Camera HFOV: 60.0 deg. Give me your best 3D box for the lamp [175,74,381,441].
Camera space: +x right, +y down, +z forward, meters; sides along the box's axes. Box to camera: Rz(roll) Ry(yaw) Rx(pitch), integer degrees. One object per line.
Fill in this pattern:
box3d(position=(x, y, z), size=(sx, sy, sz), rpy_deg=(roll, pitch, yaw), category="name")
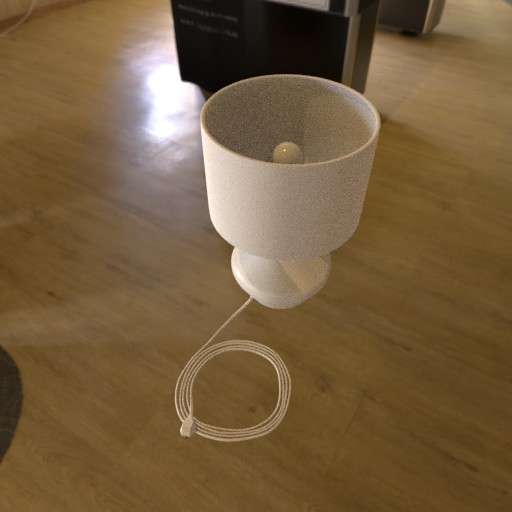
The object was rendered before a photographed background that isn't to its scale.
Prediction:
box3d(position=(0.000, 0.000, 0.840), size=(0.546, 0.457, 0.401), rpy_deg=(-33, 55, -27), category="lamp")
